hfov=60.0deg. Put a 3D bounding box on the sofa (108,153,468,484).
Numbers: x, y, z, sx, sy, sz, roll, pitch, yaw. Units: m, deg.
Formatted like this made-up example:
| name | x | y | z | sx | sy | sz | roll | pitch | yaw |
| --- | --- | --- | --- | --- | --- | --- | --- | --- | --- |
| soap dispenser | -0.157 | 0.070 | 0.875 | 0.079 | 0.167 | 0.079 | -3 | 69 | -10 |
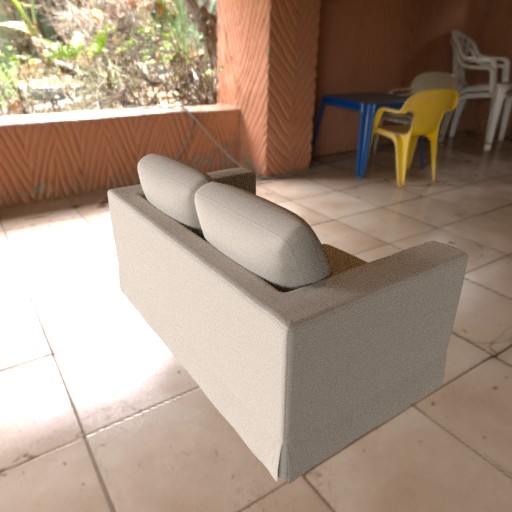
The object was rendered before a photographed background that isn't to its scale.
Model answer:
| name | x | y | z | sx | sy | sz | roll | pitch | yaw |
| --- | --- | --- | --- | --- | --- | --- | --- | --- | --- |
| sofa | 0.000 | 0.000 | 2.378 | 1.009 | 0.932 | 1.813 | -17 | 30 | -31 |
